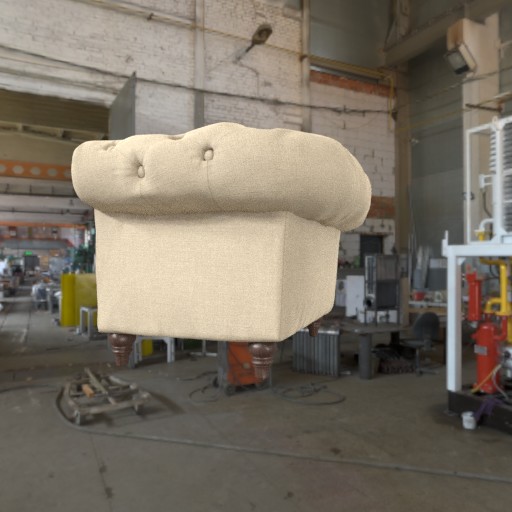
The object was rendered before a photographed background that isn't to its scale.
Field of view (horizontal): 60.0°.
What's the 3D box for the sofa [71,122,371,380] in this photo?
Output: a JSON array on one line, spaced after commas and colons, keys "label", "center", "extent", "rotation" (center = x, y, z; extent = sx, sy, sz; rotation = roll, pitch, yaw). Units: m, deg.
[{"label": "sofa", "center": [0.000, 0.000, 2.047], "extent": [1.034, 0.878, 1.405], "rotation": [0, -1, 19]}]
